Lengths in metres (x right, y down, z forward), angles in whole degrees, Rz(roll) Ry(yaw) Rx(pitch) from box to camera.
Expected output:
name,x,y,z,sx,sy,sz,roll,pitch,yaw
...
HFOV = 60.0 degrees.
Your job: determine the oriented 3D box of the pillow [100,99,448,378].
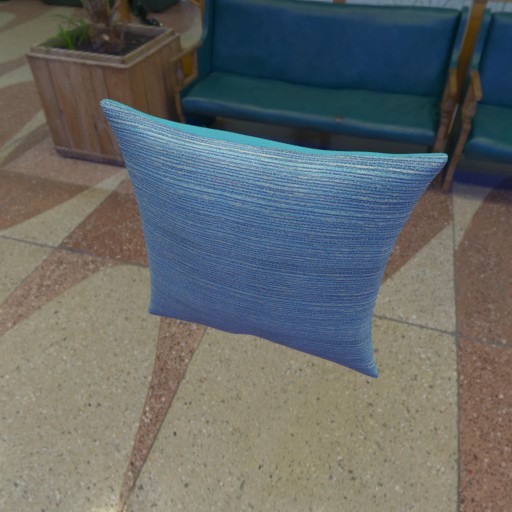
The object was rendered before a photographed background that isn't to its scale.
name,x,y,z,sx,sy,sz,roll,pitch,yaw
pillow,0.000,0.000,0.783,0.514,0.497,0.150,13,43,14
